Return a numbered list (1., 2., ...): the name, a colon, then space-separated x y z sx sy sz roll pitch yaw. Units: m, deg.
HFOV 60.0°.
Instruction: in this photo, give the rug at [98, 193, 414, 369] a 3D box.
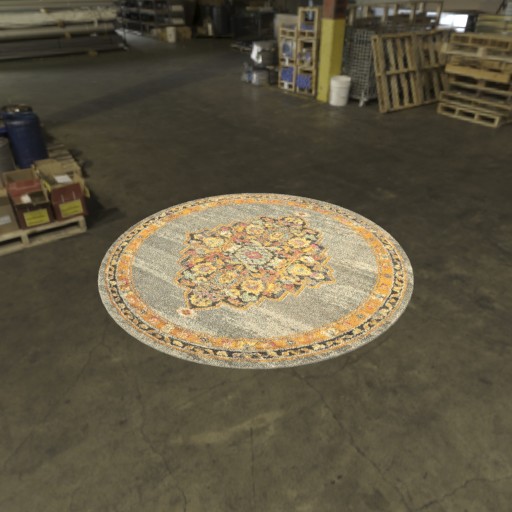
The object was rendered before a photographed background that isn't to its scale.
1. rug: 0.000 0.000 2.342 1.598 0.010 1.598 0 32 0
